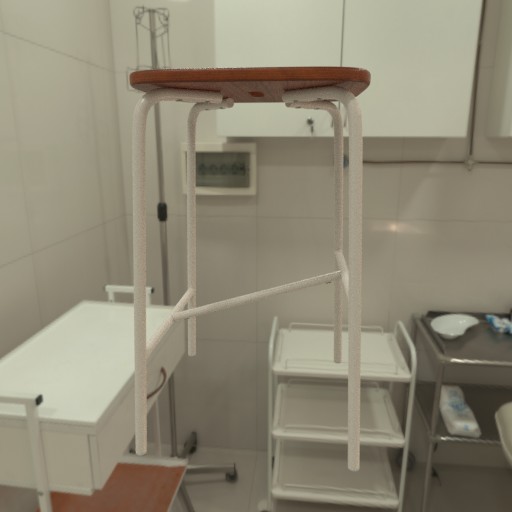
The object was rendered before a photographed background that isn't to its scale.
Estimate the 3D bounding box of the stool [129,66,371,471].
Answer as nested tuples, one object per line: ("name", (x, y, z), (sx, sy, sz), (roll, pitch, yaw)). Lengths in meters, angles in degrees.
("stool", (0.000, 0.000, 0.836), (0.376, 0.610, 0.376), (2, 15, 6))
